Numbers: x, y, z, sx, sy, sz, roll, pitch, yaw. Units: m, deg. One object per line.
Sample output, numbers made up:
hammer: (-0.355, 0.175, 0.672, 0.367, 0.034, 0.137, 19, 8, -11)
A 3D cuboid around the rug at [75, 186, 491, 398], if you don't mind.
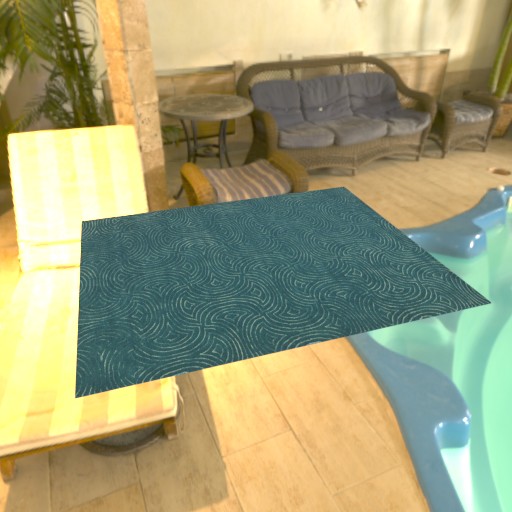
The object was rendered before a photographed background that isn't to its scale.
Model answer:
rug: (0.000, 0.000, 4.010, 3.033, 0.012, 2.432, -9, 33, -15)
